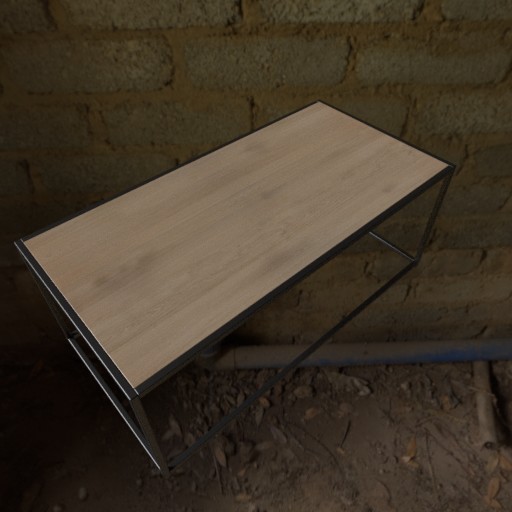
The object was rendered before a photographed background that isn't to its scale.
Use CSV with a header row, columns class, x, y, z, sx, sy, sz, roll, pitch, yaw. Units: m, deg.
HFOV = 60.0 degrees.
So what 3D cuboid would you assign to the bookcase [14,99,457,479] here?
class,x,y,z,sx,sy,sz,roll,pitch,yaw
bookcase,0.000,0.000,1.231,1.000,0.400,0.500,-33,54,-27
